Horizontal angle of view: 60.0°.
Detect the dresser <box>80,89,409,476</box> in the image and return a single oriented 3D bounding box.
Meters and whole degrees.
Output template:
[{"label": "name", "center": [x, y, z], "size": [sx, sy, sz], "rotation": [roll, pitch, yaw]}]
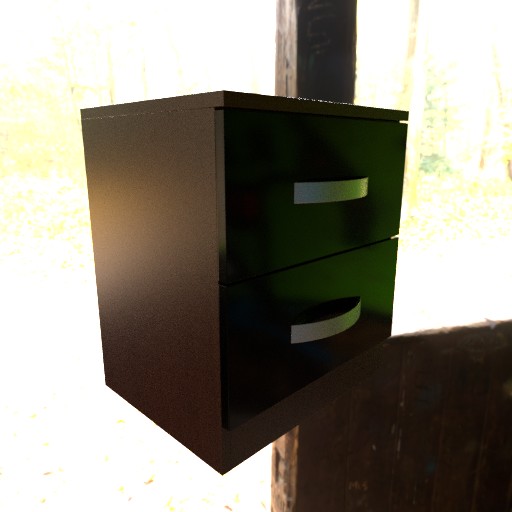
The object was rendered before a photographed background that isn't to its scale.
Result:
[{"label": "dresser", "center": [0.000, 0.000, 0.746], "size": [0.360, 0.470, 0.400], "rotation": [14, 19, 43]}]
